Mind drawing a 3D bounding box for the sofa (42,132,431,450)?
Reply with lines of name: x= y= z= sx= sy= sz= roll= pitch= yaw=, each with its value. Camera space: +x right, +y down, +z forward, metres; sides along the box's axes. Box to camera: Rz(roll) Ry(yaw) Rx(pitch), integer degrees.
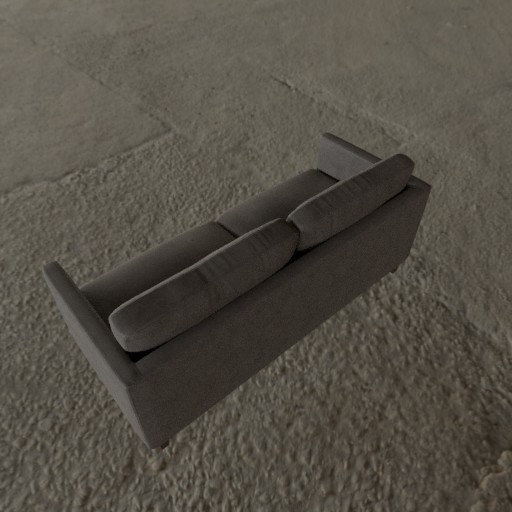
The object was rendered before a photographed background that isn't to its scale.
sofa: x=0.000 y=0.000 z=2.753 sx=2.208 sy=0.965 sz=0.951 roll=-31 pitch=52 yaw=-28
